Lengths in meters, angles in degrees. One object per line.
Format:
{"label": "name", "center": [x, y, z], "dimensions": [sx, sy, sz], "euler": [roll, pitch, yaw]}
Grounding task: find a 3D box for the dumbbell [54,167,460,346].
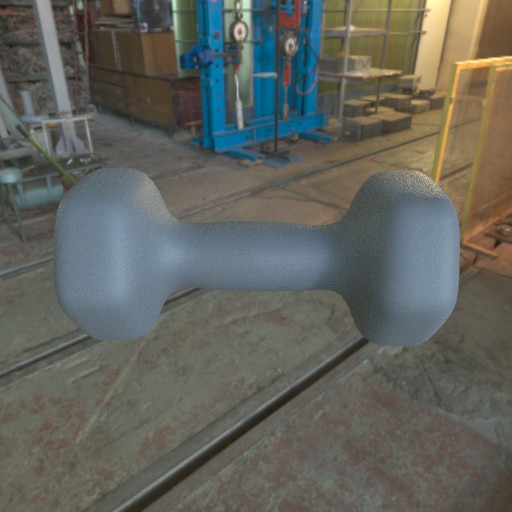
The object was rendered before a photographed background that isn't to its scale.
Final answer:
{"label": "dumbbell", "center": [0.000, 0.000, 0.224], "dimensions": [0.184, 0.081, 0.090], "euler": [1, 29, 2]}
